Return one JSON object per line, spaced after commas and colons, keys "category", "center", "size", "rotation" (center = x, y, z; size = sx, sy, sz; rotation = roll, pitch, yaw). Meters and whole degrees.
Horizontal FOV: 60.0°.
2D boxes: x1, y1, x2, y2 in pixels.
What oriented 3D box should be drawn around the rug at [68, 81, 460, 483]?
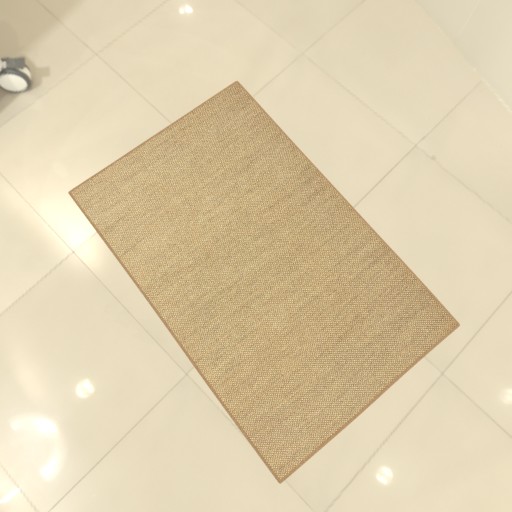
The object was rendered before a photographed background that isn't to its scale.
{"category": "rug", "center": [0.000, 0.000, 2.101], "size": [1.061, 0.012, 1.668], "rotation": [-37, 77, -10]}
